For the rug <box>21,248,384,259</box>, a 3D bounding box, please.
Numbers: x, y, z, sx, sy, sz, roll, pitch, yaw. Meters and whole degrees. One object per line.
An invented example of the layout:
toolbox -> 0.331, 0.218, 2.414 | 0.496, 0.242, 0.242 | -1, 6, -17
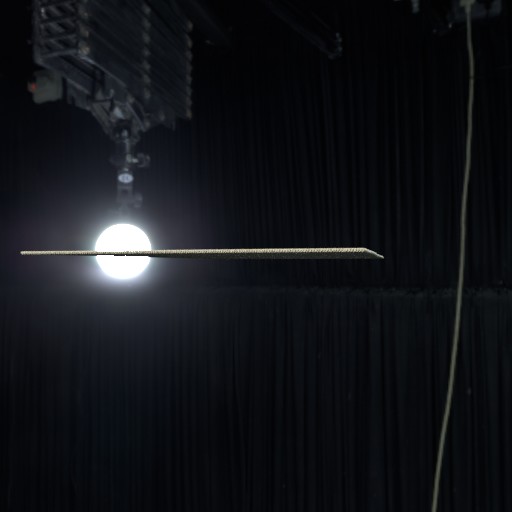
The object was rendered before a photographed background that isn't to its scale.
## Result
rug -> 0.000, 0.000, 2.310 | 1.240, 0.010, 1.824 | 0, -1, 18
